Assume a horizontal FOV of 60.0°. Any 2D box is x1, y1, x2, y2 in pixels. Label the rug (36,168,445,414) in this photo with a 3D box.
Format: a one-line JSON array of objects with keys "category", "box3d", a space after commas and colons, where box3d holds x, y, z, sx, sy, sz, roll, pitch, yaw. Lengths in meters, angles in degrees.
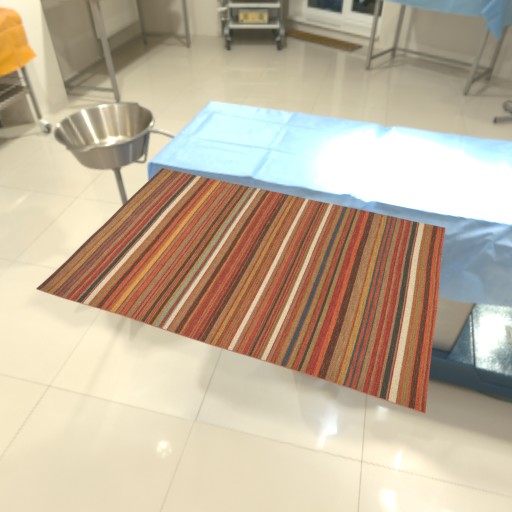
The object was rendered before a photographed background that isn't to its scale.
[{"category": "rug", "box3d": [0.000, 0.000, 2.325, 1.828, 0.007, 1.217, 14, 43, 16]}]
